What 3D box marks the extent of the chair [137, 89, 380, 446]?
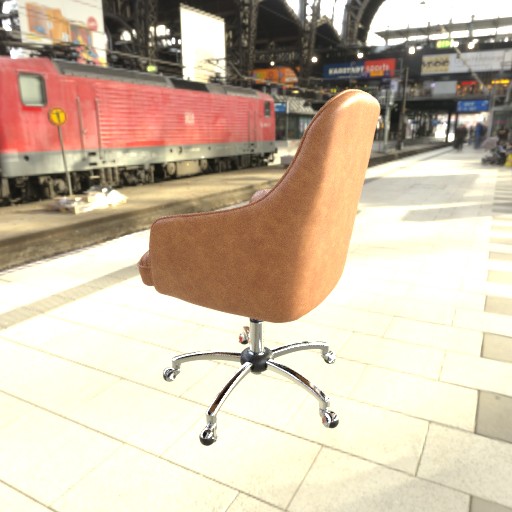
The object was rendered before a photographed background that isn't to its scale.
[{"bbox_3d":[0.000,0.000,1.324,0.615,0.909,0.628,8,18,25],"label":"chair"}]
